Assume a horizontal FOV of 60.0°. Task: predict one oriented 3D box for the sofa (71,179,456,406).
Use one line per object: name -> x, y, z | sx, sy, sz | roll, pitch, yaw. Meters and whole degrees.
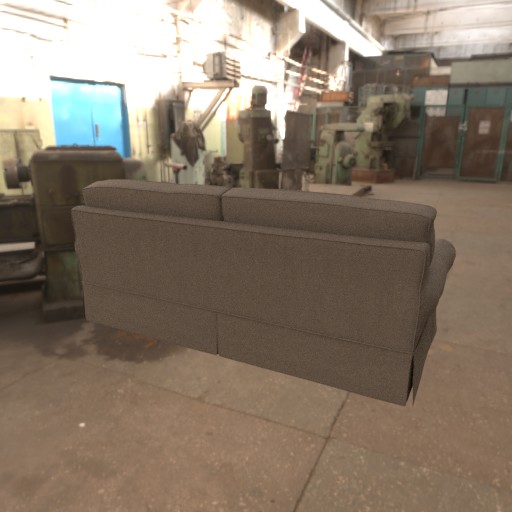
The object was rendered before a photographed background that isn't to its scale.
sofa -> 0.000, 0.000, 2.802 | 2.248, 0.943, 0.991 | 8, 18, 27
